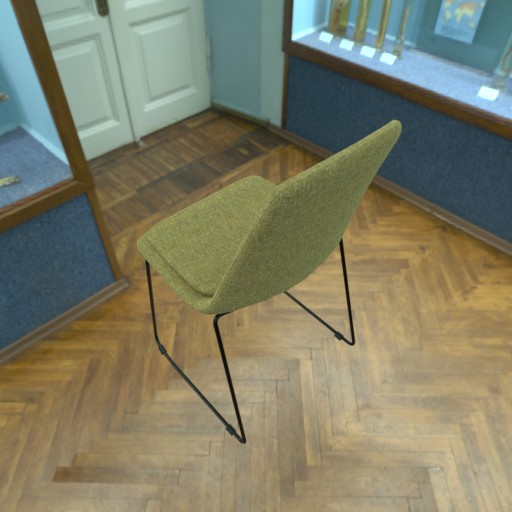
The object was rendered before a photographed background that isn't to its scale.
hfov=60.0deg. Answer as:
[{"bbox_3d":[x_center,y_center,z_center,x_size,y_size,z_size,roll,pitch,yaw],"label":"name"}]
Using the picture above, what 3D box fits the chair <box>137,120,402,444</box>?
[{"bbox_3d":[0.000,0.000,1.123,0.479,0.849,0.496,-33,54,-28],"label":"chair"}]
